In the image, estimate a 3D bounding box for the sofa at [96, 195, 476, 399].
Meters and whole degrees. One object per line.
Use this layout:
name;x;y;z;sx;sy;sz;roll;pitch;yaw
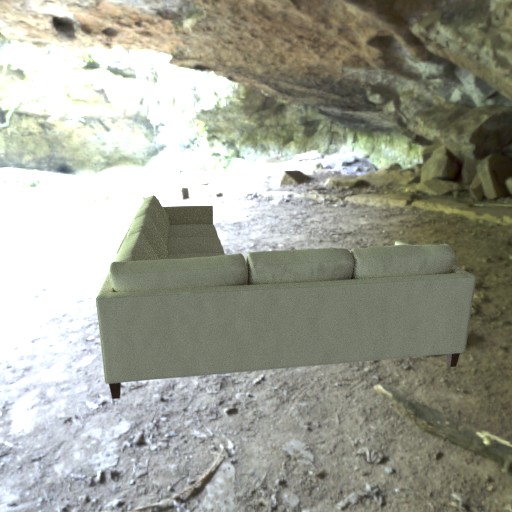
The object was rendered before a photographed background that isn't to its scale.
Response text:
sofa;0.000;0.000;4.286;2.432;0.863;3.182;-3;16;-9
